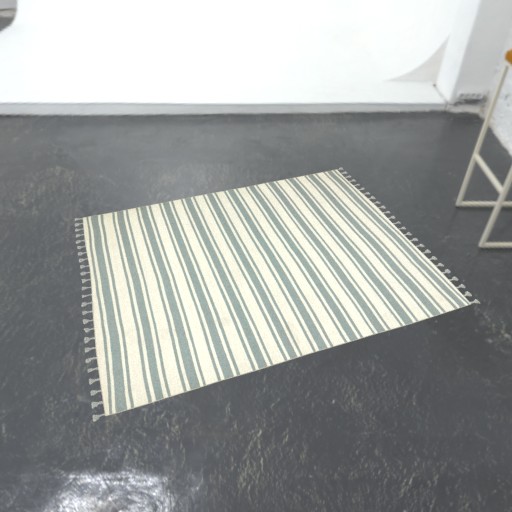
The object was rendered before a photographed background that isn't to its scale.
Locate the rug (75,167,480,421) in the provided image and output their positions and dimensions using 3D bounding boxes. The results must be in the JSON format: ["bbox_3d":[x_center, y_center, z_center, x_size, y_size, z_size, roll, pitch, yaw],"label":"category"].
[{"bbox_3d":[0.000,0.000,4.211,3.201,0.005,2.439,-13,42,-15],"label":"rug"}]
